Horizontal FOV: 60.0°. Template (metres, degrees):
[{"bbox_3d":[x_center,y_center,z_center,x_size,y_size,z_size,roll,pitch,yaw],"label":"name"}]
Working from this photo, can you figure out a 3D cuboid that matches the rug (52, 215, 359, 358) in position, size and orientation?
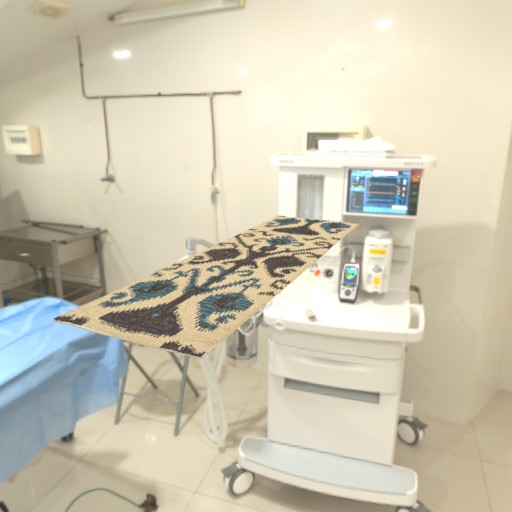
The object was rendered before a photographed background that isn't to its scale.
[{"bbox_3d":[0.000,0.000,2.584,0.692,0.017,2.301,8,18,24],"label":"rug"}]
